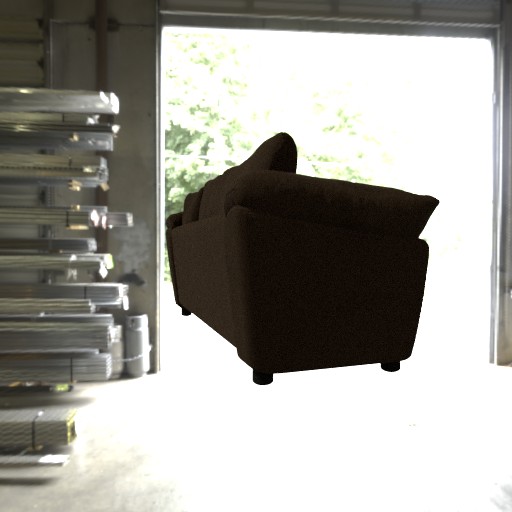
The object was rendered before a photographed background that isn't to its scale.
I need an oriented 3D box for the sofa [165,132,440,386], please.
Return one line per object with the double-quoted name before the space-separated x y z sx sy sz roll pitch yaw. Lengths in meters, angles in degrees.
"sofa" 0.000 0.000 2.812 0.878 1.015 2.336 0 1 -18
